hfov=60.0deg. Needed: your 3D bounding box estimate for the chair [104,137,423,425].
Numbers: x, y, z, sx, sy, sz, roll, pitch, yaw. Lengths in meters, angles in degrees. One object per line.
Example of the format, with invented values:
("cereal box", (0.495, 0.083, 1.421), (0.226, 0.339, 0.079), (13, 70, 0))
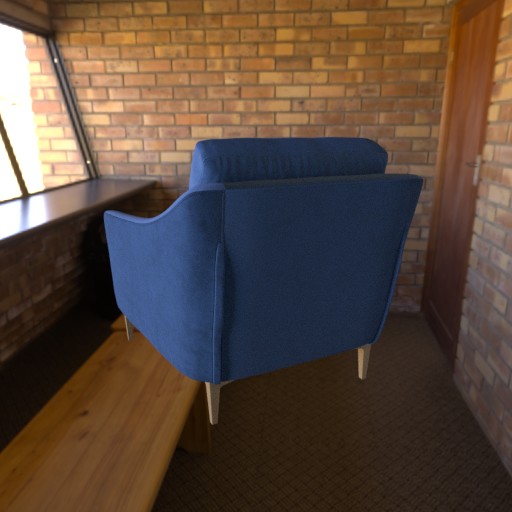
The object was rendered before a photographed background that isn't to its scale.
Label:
("chair", (0.000, 0.000, 1.723), (0.987, 0.899, 0.961), (-8, 18, -25))
